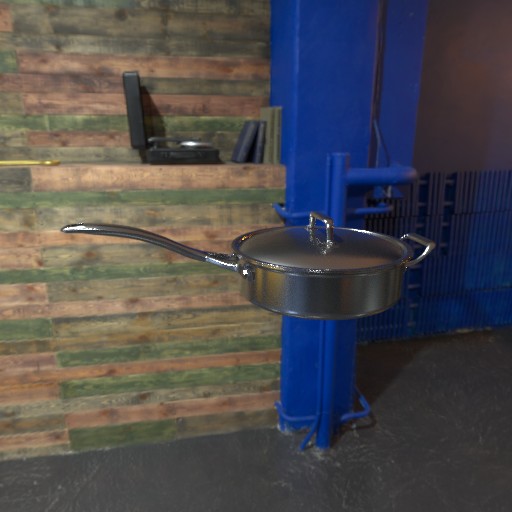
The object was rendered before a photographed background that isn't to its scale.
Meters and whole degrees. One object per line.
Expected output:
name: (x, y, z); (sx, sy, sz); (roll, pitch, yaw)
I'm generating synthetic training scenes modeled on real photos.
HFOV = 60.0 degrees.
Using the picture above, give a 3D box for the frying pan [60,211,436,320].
frying pan: (0.000, 0.000, 0.601); (0.492, 0.111, 0.245); (-3, 16, -9)
